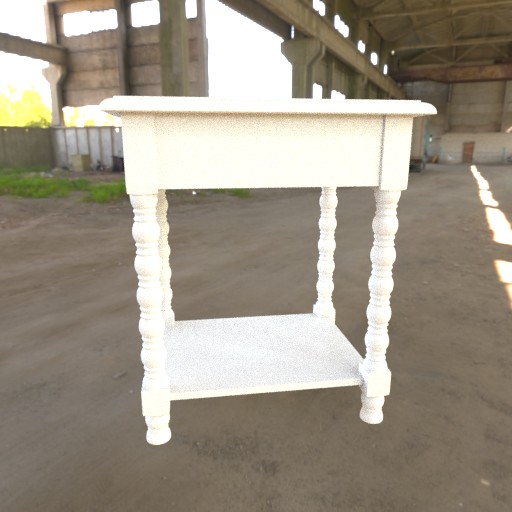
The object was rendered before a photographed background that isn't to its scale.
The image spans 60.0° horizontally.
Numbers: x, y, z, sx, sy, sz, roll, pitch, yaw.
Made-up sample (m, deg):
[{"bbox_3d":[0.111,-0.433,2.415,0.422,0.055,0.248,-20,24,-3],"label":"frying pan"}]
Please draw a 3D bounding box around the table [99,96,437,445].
[{"bbox_3d":[0.000,0.000,0.836,0.460,0.531,0.381,-2,14,-8],"label":"table"}]
